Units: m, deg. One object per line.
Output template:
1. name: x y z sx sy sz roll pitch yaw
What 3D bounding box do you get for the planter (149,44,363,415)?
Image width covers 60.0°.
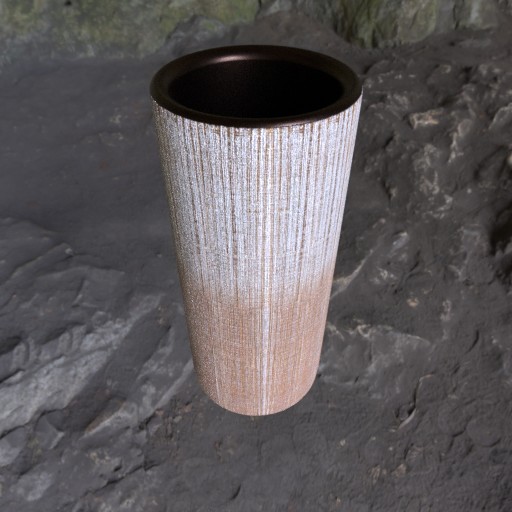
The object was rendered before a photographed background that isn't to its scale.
1. planter: 0.000 0.000 0.284 0.100 0.227 0.100 13 43 14
